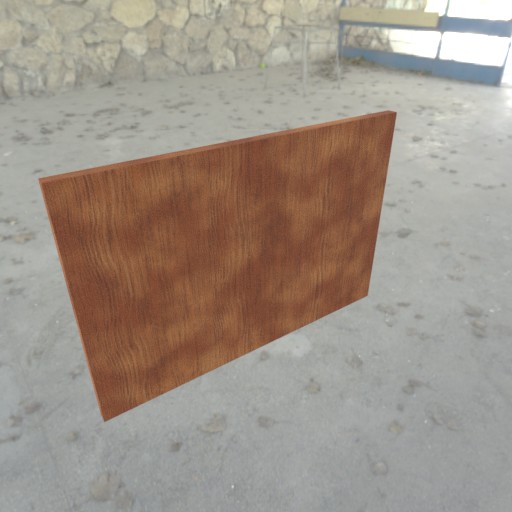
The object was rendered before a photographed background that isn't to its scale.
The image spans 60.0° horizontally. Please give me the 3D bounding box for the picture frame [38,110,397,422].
[{"bbox_3d":[0.000,0.000,1.198,0.950,0.640,0.029,-20,36,-29],"label":"picture frame"}]
